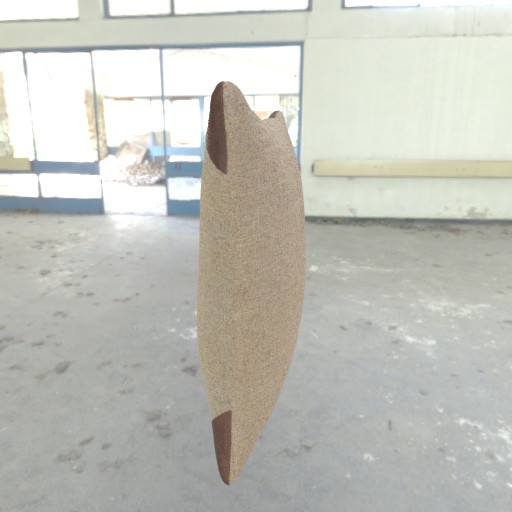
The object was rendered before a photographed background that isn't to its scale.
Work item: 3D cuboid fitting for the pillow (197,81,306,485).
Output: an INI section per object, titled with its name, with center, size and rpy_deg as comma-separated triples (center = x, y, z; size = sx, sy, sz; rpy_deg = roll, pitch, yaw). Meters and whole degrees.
[pillow]
center = 0.000, 0.000, 0.670
size = 0.147, 0.448, 0.437
rpy_deg = 2, 15, 9
